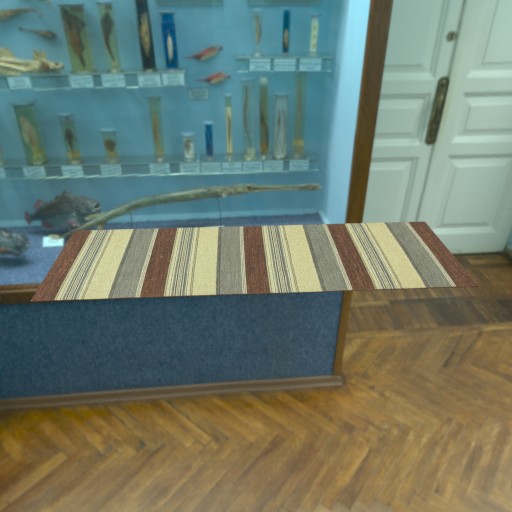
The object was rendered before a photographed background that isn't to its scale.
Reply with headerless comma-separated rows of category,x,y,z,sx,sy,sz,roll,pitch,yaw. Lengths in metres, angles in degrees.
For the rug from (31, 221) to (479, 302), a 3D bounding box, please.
rug,0.000,0.000,2.742,2.437,0.006,0.792,-2,32,-3
